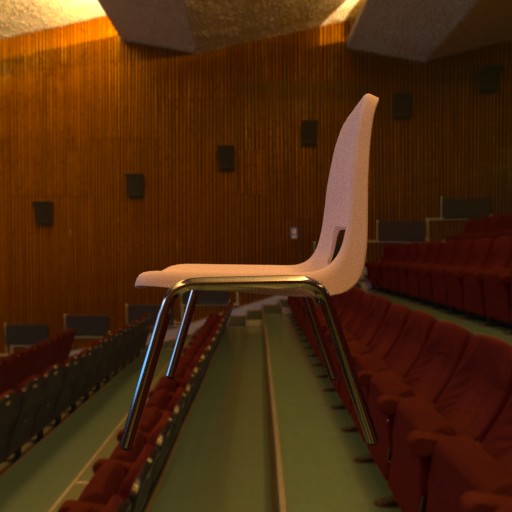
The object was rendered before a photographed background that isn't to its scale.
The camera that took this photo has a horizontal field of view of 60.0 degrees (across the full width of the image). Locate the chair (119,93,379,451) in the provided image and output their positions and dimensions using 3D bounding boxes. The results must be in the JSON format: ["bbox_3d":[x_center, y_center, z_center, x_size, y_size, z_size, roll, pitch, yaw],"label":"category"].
[{"bbox_3d":[0.000,0.000,0.786,0.385,0.537,0.354,0,1,0],"label":"chair"}]
